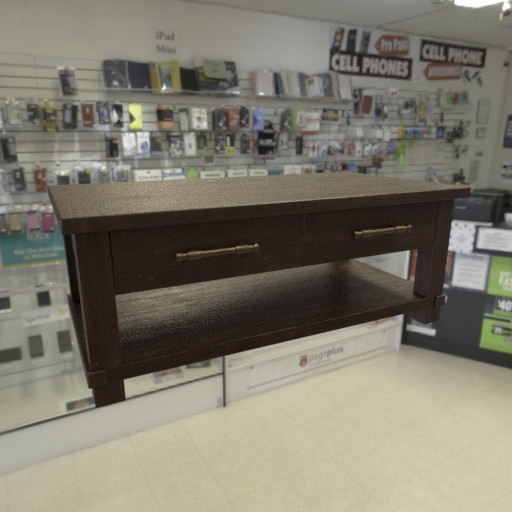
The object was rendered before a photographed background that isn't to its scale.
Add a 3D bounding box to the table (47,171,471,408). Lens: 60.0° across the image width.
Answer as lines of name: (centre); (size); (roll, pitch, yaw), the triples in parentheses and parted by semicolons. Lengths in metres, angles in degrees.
table: (0.000, 0.000, 1.572); (1.270, 0.494, 0.700); (-8, 17, -25)
